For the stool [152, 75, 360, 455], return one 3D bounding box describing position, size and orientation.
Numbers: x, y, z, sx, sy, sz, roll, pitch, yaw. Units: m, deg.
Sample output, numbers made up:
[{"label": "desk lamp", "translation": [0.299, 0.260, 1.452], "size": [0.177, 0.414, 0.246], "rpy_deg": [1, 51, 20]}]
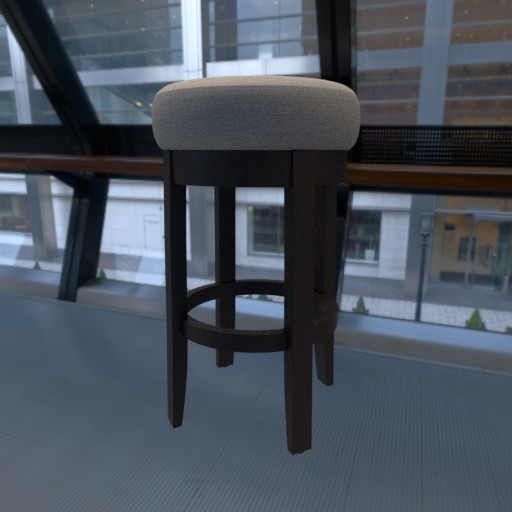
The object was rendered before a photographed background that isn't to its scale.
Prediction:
[{"label": "stool", "translation": [0.000, 0.000, 1.034], "size": [0.443, 0.757, 0.443], "rpy_deg": [0, 13, 0]}]
